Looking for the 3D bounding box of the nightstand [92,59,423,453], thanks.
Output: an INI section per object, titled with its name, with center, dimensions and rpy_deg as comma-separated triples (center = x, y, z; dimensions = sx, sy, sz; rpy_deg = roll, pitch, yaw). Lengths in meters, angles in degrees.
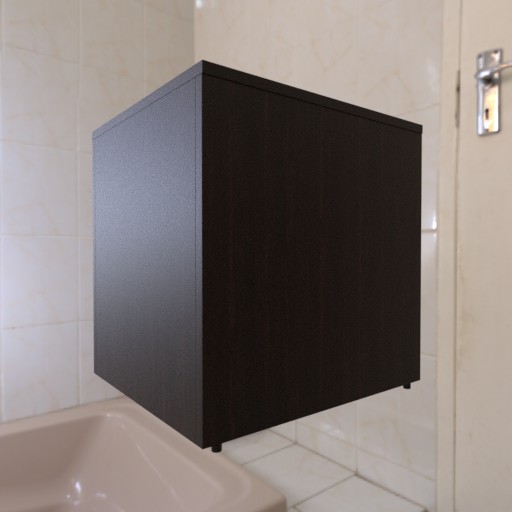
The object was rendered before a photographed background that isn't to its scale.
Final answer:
[nightstand]
center = 0.000, 0.000, 0.809
dimensions = 0.461, 0.460, 0.400
rpy_deg = -1, 1, -37
